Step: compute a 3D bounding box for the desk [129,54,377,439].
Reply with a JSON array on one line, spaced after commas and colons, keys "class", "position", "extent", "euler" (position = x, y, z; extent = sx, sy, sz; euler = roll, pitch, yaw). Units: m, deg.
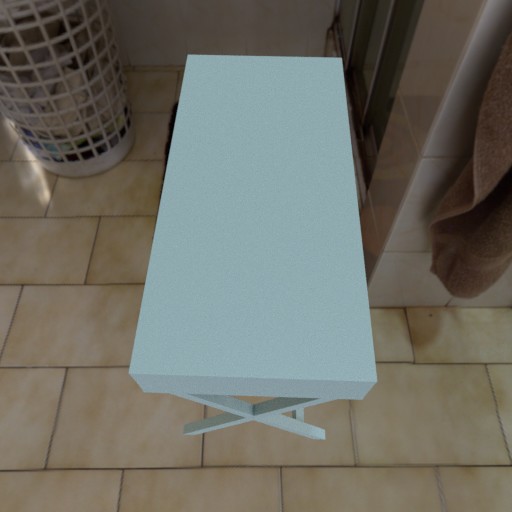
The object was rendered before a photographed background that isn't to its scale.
[{"class": "desk", "position": [0.000, 0.000, 1.506], "extent": [0.525, 0.780, 1.057], "euler": [2, 58, 1]}]
